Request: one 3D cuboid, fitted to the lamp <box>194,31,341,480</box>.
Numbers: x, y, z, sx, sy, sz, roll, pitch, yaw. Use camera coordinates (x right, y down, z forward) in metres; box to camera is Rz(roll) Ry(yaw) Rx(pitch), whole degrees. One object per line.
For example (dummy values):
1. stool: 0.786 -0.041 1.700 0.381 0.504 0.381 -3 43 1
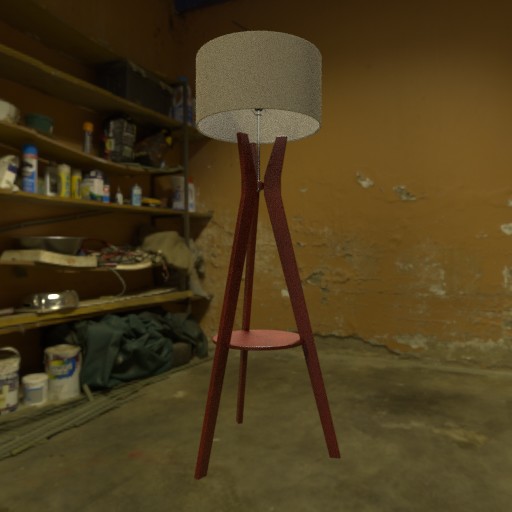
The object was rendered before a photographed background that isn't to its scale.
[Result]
1. lamp: 0.000 0.000 1.718 0.539 1.472 0.542 0 0 -17
